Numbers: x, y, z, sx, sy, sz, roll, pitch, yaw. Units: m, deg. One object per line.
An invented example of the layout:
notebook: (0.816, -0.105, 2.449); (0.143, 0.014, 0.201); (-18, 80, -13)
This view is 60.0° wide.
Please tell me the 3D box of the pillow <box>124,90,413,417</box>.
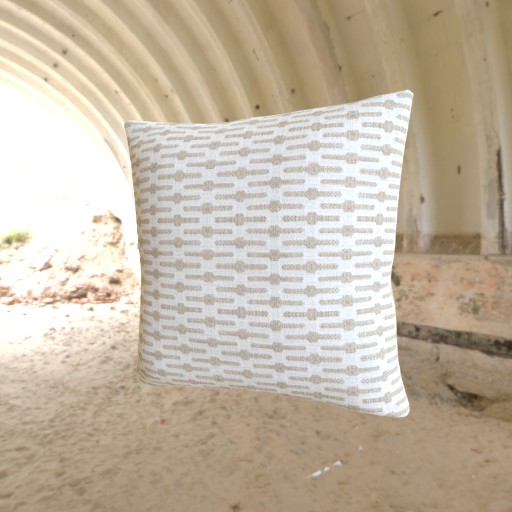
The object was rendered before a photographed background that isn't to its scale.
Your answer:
pillow: (0.000, 0.000, 0.749); (0.496, 0.491, 0.219); (1, 2, 20)
